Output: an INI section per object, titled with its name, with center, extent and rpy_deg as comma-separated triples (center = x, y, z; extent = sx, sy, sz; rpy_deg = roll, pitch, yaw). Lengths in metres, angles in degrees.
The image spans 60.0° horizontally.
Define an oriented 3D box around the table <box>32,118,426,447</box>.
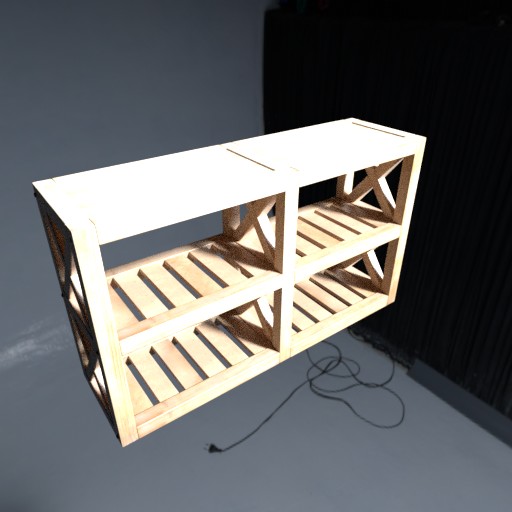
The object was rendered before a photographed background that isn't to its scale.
[table]
center = 0.000, 0.000, 1.658
extent = 1.320, 0.762, 0.381
rpy_deg = -20, 36, -30
